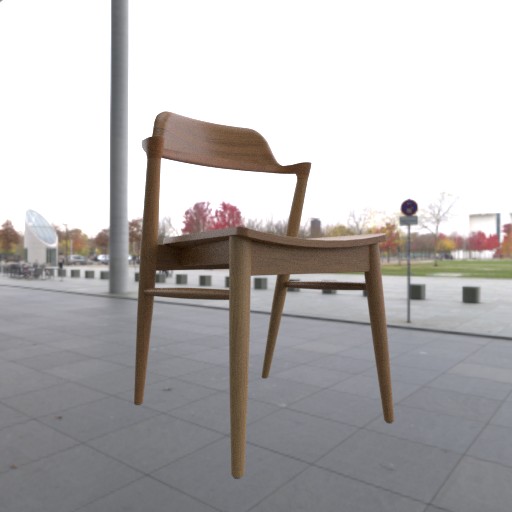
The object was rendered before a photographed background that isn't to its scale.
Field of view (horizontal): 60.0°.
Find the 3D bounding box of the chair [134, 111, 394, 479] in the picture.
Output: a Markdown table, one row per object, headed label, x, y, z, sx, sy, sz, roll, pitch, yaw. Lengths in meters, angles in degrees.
| label | x | y | z | sx | sy | sz | roll | pitch | yaw |
| --- | --- | --- | --- | --- | --- | --- | --- | --- | --- |
| chair | 0.000 | 0.000 | 1.116 | 0.512 | 0.792 | 0.499 | 0 | 0 | -37 |
